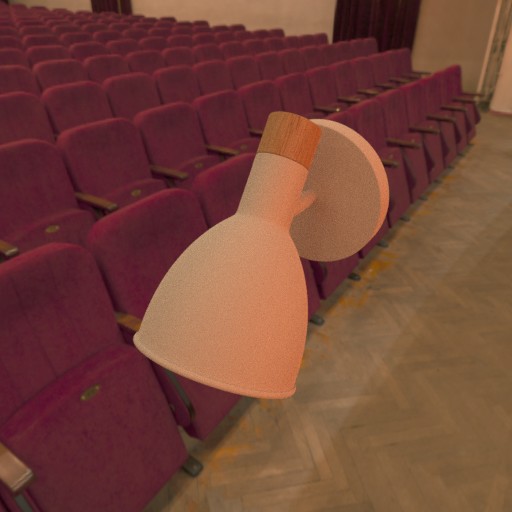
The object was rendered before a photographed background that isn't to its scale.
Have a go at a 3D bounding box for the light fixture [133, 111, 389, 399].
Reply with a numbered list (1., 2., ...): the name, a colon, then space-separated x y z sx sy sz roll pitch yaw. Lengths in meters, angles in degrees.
1. light fixture: 0.000 0.000 0.335 0.127 0.199 0.209 18 34 29
